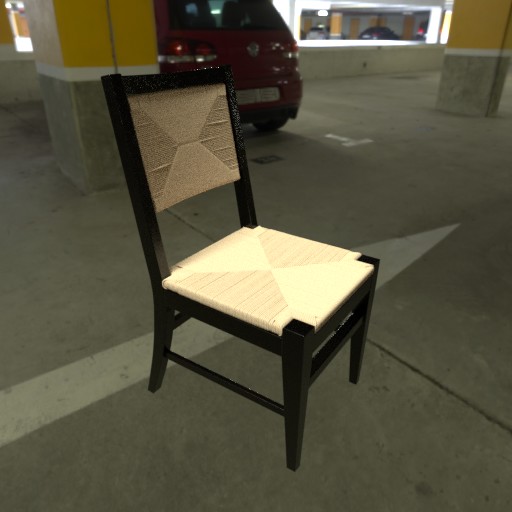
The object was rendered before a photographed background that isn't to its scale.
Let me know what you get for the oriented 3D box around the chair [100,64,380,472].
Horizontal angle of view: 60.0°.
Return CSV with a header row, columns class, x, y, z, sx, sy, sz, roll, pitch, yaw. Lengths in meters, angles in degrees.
class,x,y,z,sx,sy,sz,roll,pitch,yaw
chair,0.000,0.000,1.210,0.552,0.927,0.437,17,32,31
